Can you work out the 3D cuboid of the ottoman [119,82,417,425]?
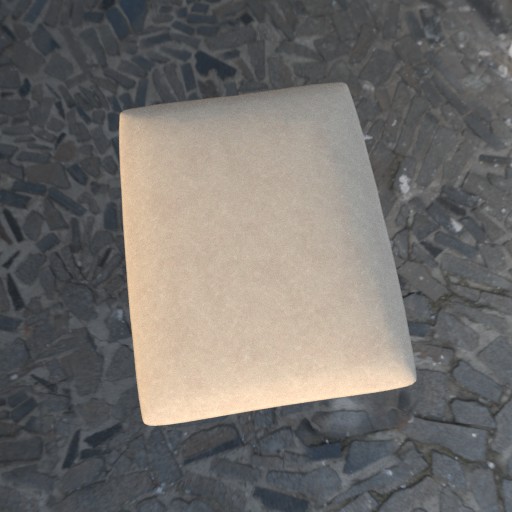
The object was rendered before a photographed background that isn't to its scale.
[{"bbox_3d":[0.000,0.000,1.161,0.584,0.513,0.741,-8,75,-2],"label":"ottoman"}]
